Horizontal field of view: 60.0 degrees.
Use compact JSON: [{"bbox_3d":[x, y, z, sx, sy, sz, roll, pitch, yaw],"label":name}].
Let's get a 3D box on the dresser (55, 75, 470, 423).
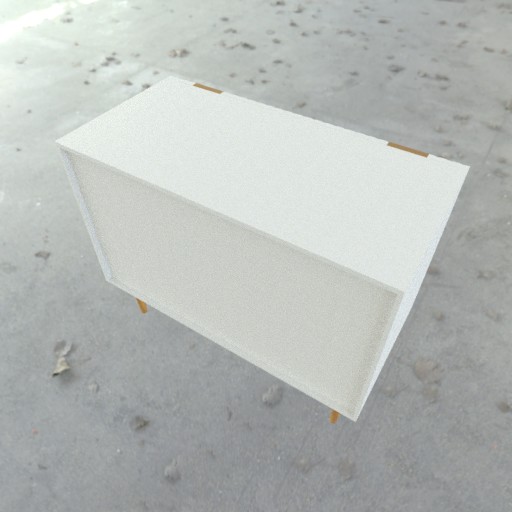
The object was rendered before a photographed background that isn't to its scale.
[{"bbox_3d":[0.000,0.000,1.333,0.905,0.721,0.457,25,51,22],"label":"dresser"}]
